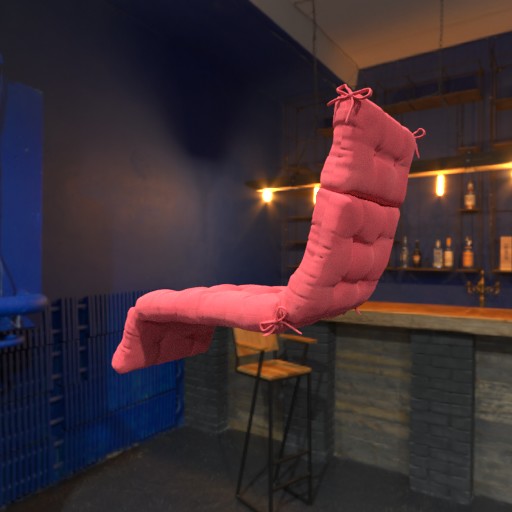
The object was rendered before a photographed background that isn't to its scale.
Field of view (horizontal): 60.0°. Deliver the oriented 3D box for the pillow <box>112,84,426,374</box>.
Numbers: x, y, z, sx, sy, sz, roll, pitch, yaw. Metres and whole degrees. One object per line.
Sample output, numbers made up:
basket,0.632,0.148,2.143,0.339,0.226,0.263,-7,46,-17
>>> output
pillow,0.000,0.000,1.543,1.016,0.863,0.526,0,0,36
